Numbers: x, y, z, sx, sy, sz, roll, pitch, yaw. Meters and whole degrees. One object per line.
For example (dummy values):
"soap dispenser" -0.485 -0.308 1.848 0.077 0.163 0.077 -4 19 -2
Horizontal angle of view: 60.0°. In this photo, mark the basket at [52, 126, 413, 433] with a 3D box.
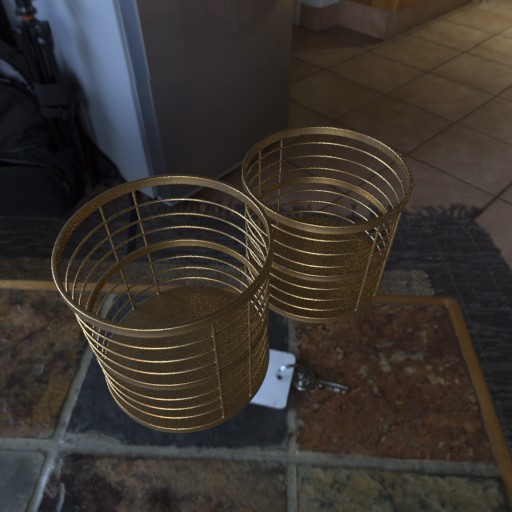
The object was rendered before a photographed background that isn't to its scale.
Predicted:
"basket" 0.000 0.000 0.938 0.746 0.351 0.356 -32 54 -27
